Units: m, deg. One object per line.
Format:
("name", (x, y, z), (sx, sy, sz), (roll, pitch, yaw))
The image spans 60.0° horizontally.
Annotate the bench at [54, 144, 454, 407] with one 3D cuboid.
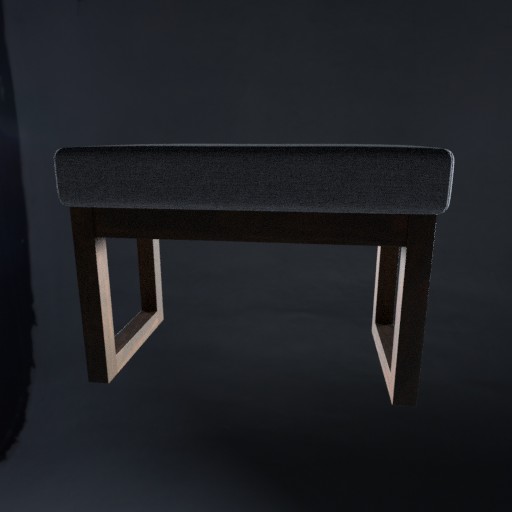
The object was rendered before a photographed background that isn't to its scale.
("bench", (0.000, 0.000, 0.959), (0.681, 0.467, 0.366), (2, 15, 7))
